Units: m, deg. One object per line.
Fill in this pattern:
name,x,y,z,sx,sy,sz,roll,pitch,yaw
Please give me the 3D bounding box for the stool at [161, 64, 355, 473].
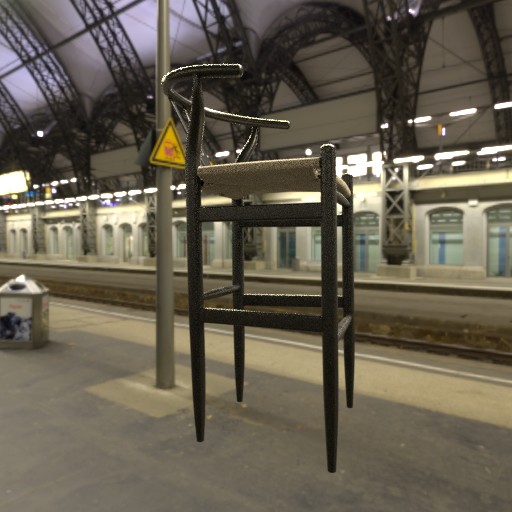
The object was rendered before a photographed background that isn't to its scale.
stool,0.000,0.000,1.409,0.579,1.072,0.569,0,1,17
